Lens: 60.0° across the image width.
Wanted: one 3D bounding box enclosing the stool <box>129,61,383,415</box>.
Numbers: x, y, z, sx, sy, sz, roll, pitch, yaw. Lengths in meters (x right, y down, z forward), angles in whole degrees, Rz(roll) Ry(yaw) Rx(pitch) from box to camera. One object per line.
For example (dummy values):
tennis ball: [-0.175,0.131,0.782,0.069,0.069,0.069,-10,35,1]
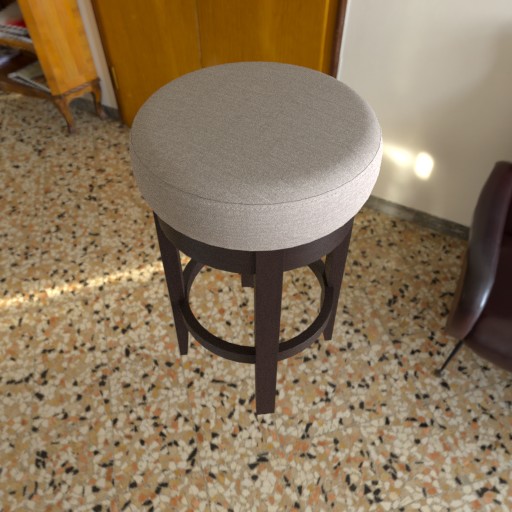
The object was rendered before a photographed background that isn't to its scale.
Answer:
stool: [0.000,0.000,1.023,0.443,0.757,0.443,0,48,0]
